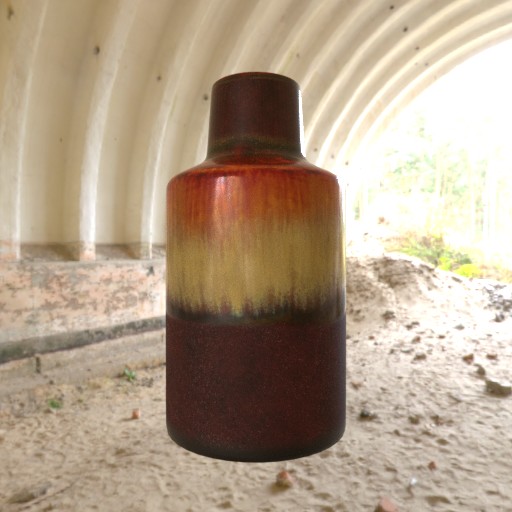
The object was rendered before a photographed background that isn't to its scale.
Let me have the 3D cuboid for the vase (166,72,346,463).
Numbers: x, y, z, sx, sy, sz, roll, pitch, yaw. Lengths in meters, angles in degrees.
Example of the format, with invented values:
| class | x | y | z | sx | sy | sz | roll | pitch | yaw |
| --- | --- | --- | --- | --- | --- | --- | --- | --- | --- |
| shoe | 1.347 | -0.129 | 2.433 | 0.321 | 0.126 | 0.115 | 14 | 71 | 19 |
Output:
| class | x | y | z | sx | sy | sz | roll | pitch | yaw |
| --- | --- | --- | --- | --- | --- | --- | --- | --- | --- |
| vase | 0.000 | 0.000 | 0.270 | 0.108 | 0.204 | 0.108 | 0 | 0 | 0 |
